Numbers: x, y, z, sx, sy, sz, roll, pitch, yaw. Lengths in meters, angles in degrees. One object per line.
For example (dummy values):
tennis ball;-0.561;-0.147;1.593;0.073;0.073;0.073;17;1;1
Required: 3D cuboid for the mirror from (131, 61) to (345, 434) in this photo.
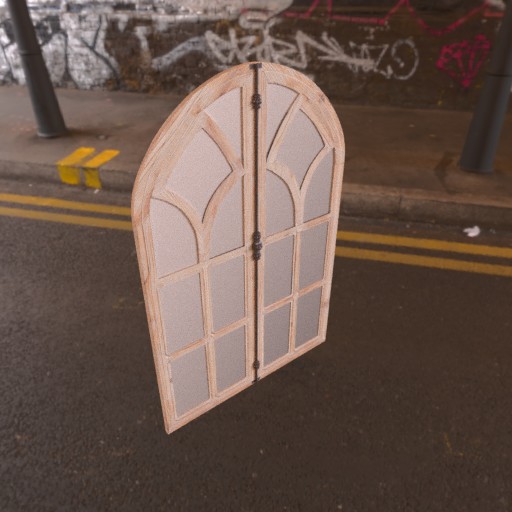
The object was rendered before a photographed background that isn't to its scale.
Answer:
mirror;0.000;0.000;1.135;0.609;0.915;0.032;-22;38;-32
